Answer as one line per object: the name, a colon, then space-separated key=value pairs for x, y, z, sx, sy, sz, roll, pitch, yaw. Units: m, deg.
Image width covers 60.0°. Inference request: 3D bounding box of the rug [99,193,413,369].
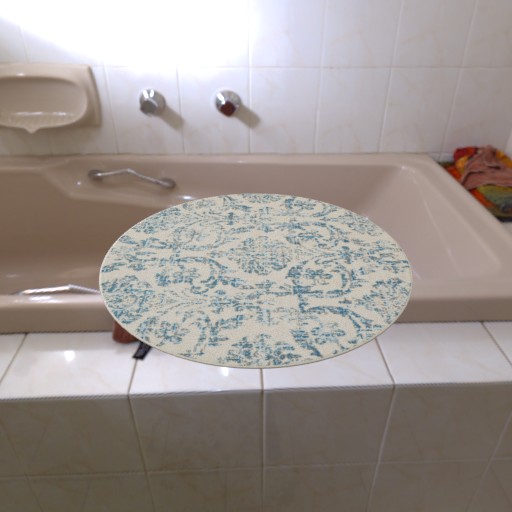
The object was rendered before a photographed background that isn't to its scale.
rug: x=0.000 y=0.000 z=2.346 sx=1.593 sy=0.012 sz=1.593 roll=0 pitch=32 yaw=0
